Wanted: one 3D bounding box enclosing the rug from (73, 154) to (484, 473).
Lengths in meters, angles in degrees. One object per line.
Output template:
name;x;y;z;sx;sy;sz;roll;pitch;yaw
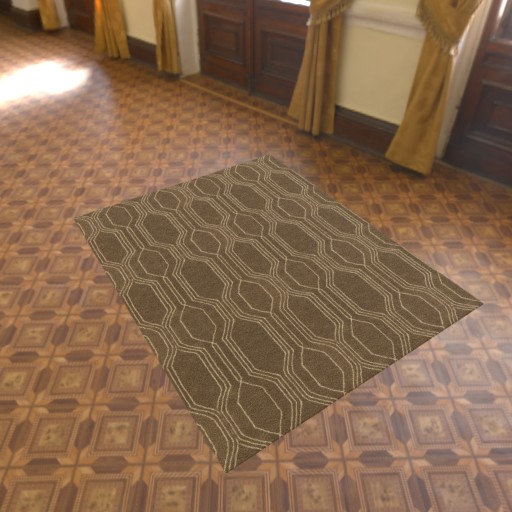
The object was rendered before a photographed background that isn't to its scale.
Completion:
rug;0.000;0.000;4.083;2.457;0.012;3.062;-23;46;-25
